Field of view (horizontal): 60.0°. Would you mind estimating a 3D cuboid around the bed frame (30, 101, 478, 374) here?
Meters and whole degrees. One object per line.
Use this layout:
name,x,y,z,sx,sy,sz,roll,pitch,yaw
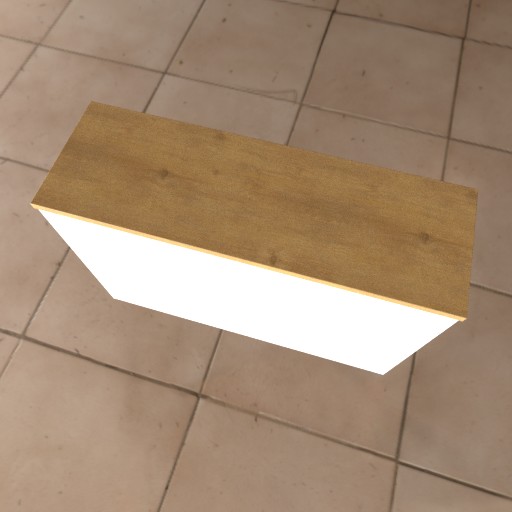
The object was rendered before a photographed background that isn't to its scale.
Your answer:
bed frame,0.000,0.000,1.735,1.300,0.850,0.430,15,66,7
